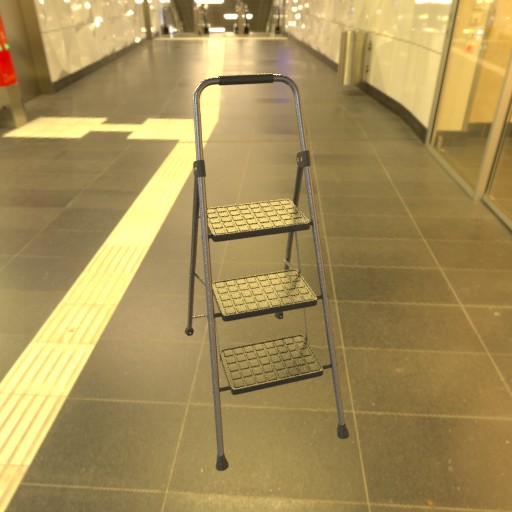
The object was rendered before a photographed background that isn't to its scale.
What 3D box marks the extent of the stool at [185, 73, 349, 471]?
[{"bbox_3d":[0.000,0.000,1.500,0.473,1.121,0.733,-8,31,-14],"label":"stool"}]
